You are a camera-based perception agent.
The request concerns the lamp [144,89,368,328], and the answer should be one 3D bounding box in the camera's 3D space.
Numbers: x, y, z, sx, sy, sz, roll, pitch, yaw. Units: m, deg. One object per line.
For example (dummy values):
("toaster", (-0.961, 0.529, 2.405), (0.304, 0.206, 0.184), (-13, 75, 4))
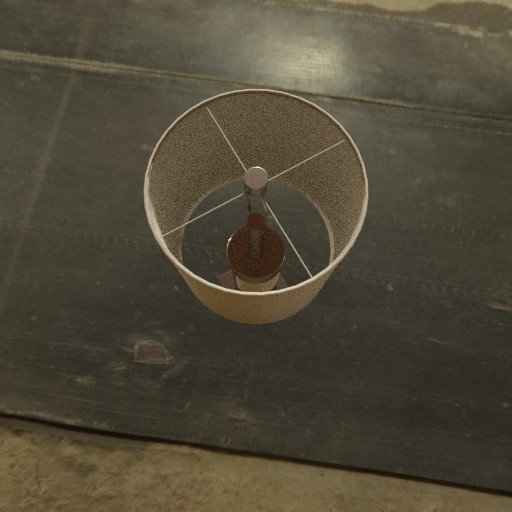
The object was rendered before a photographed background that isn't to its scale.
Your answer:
("lamp", (0.000, 0.000, 0.629), (0.202, 0.509, 0.202), (-29, 77, -8))
